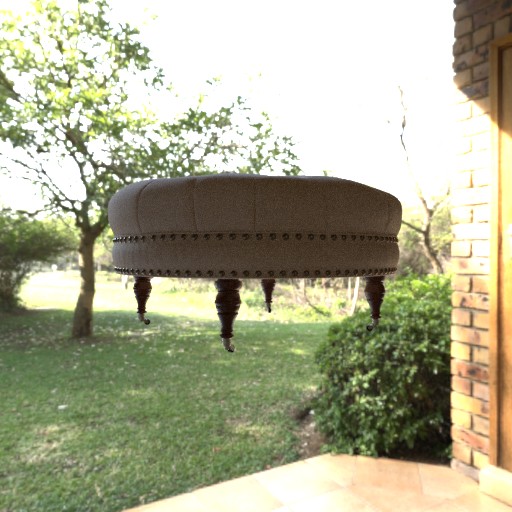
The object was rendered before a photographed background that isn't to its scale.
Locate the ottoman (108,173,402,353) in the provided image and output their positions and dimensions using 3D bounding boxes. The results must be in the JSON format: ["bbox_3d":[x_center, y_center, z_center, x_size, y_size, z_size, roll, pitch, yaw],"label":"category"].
[{"bbox_3d":[0.000,0.000,1.487,0.940,0.483,0.940,0,0,0],"label":"ottoman"}]
